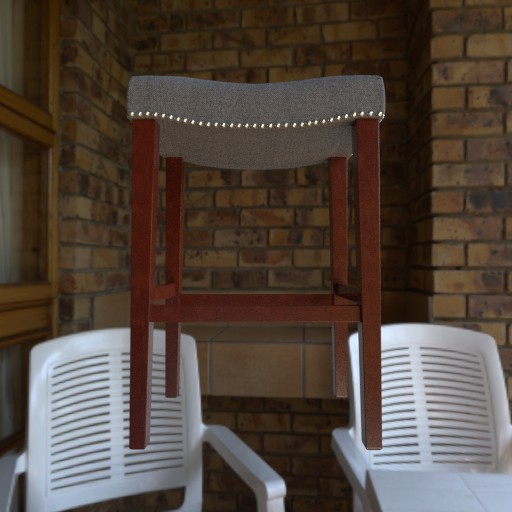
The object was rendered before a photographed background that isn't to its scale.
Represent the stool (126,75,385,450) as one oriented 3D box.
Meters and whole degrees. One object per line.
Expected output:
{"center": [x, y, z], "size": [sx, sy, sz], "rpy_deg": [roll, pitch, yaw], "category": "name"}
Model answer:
{"center": [0.000, 0.000, 1.026], "size": [0.504, 0.742, 0.372], "rpy_deg": [0, -1, 0], "category": "stool"}
